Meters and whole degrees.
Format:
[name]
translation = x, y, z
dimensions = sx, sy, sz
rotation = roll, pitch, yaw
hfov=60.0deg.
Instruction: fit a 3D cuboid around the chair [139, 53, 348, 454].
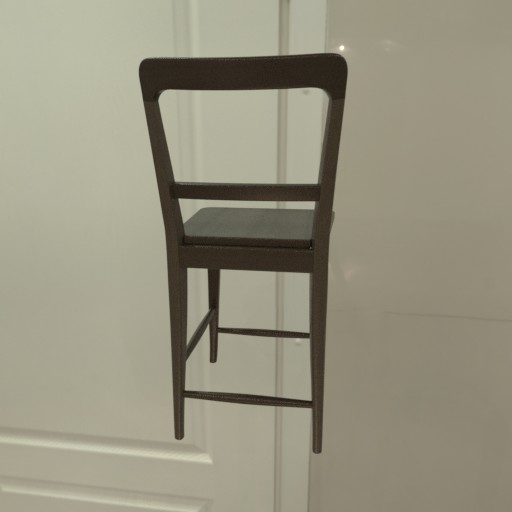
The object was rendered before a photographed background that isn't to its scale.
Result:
[chair]
translation = 0.000, 0.000, 1.273
dimensions = 0.450, 0.991, 0.546
rotation = 2, 16, 8
